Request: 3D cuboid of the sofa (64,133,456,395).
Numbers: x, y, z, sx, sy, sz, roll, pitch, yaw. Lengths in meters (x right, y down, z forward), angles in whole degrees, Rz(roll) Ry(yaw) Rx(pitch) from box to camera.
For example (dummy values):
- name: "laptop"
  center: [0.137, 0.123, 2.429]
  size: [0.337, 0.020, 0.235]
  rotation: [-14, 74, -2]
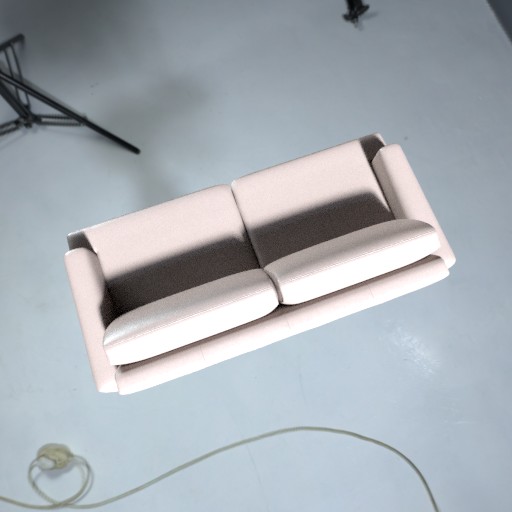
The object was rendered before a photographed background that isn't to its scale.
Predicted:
- name: "sofa"
  center: [0.000, 0.000, 2.439]
  size: [1.940, 0.765, 0.974]
  rotation: [-19, 76, -5]
